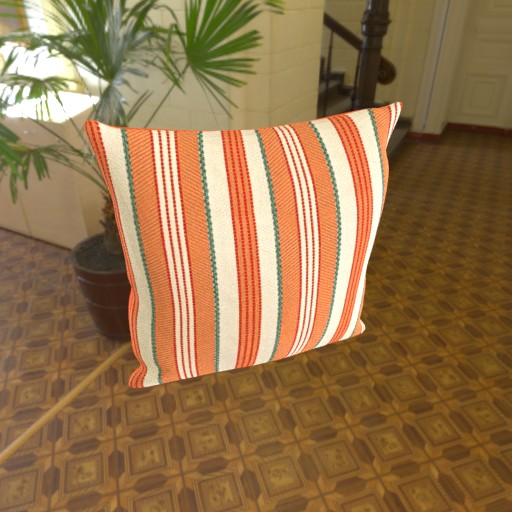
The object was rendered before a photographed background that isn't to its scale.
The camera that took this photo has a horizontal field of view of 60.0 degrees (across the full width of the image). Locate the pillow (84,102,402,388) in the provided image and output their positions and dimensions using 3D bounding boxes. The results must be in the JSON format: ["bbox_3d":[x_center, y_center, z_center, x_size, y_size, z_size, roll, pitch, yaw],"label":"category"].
[{"bbox_3d":[0.000,0.000,0.678,0.440,0.441,0.182,-10,32,-15],"label":"pillow"}]
